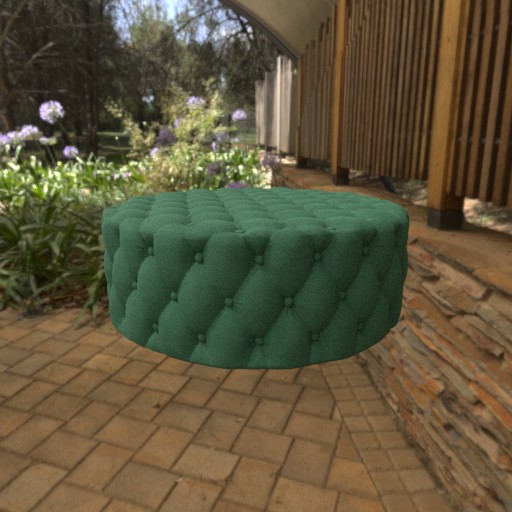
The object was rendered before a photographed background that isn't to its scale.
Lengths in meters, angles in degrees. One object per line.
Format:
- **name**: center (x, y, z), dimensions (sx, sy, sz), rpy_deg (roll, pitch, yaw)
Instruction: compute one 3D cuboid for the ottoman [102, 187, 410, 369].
- **ottoman**: center (0.000, 0.000, 1.524), dimensions (0.998, 0.399, 0.998), rpy_deg (0, 14, 0)
